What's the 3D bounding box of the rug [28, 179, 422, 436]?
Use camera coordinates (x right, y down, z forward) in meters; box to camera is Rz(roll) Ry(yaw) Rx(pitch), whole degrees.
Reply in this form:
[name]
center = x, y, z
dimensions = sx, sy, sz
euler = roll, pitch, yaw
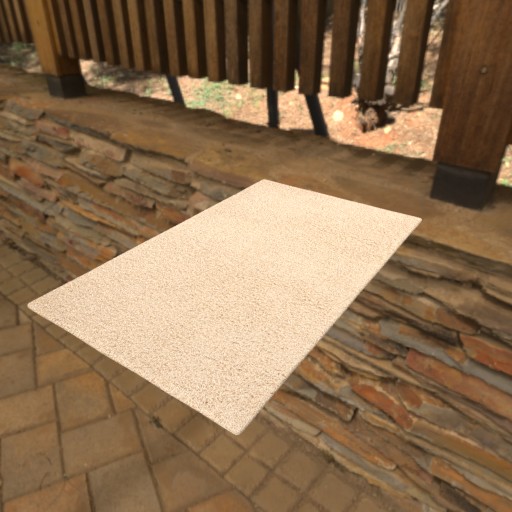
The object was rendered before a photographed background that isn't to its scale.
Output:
[rug]
center = 0.000, 0.000, 3.034
dimensions = 1.524, 0.030, 2.438
euler = 20, 36, 29
